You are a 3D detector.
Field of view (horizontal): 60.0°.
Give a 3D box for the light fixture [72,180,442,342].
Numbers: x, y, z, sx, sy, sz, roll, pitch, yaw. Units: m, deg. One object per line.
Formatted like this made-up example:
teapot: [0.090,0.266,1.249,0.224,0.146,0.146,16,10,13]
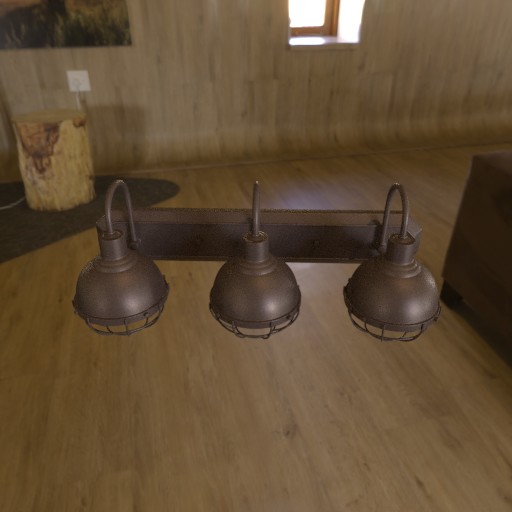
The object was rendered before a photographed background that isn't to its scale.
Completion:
light fixture: [0.000,0.000,0.778,0.634,0.254,0.229,1,31,2]
